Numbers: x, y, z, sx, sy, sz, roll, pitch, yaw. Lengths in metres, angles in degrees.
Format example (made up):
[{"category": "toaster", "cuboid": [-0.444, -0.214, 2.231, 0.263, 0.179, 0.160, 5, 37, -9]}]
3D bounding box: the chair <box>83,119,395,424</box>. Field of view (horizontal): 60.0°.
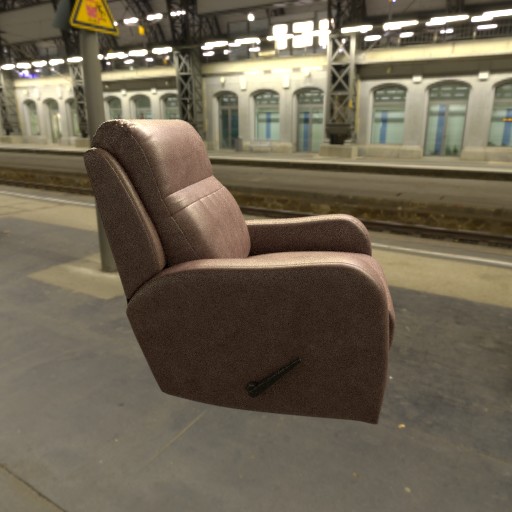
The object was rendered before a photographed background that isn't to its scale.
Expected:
[{"category": "chair", "cuboid": [0.000, 0.000, 1.802, 1.067, 1.067, 0.865, 3, 17, 10]}]
